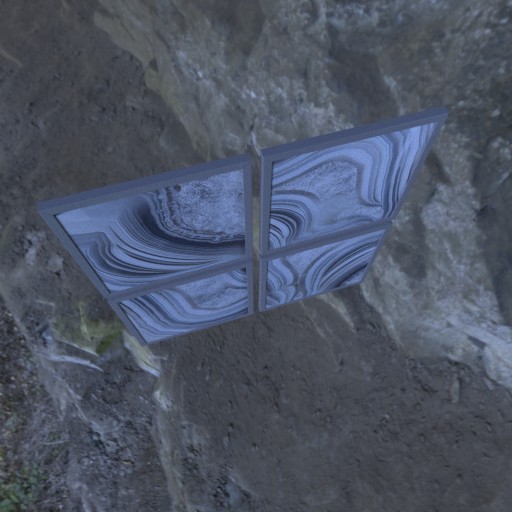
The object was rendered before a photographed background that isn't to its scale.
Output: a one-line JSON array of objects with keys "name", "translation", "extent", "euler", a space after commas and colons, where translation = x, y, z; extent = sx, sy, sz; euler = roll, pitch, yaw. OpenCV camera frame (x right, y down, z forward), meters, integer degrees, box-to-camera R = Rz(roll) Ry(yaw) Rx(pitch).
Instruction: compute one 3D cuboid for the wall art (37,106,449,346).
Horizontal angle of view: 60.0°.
[{"name": "wall art", "translation": [0.000, 0.000, 1.654], "extent": [1.118, 1.118, 0.029], "euler": [-15, 63, -8]}]
